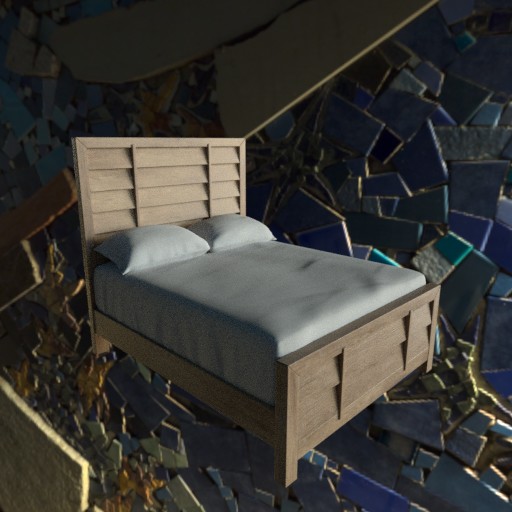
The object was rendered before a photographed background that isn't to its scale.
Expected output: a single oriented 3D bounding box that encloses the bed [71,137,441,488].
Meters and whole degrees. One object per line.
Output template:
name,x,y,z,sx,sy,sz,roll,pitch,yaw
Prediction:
bed,0.000,0.000,3.148,2.017,1.631,1.615,14,20,43
